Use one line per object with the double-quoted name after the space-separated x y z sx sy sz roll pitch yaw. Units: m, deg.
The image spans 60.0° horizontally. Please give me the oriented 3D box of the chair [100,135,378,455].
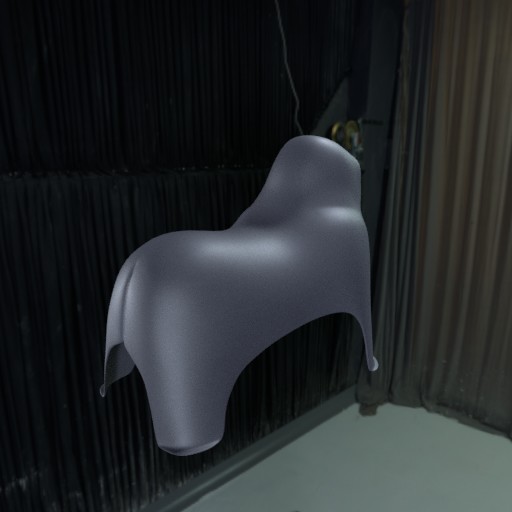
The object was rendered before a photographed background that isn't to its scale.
0.000 0.000 1.129 0.758 0.600 0.490 -13 19 -42 "chair"
